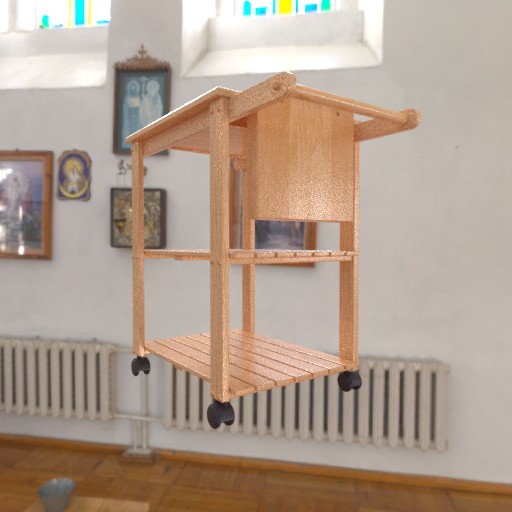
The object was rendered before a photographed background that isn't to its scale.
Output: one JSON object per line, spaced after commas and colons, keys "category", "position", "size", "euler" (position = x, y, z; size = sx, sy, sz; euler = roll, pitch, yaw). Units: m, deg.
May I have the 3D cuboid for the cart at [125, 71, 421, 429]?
{"category": "cart", "position": [0.000, 0.000, 1.348], "size": [0.520, 0.816, 0.843], "euler": [-1, 2, -36]}
